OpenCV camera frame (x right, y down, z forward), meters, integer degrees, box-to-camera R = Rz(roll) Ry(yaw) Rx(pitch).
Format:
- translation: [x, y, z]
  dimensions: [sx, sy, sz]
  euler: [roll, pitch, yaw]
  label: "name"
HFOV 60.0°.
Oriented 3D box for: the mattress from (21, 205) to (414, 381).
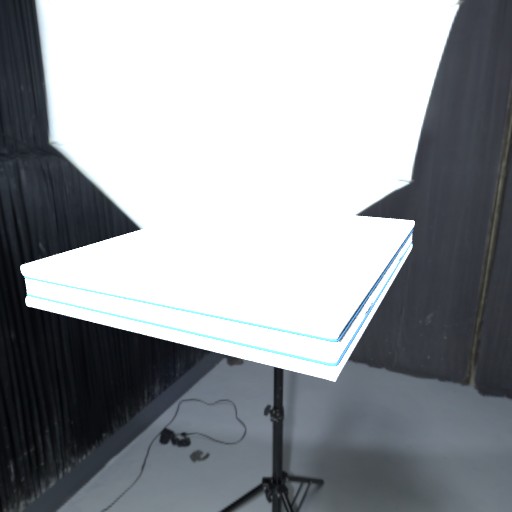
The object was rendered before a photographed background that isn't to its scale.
- translation: [0.000, 0.000, 2.726]
  dimensions: [1.600, 0.230, 2.000]
  euler: [8, 18, 25]
  label: "mattress"
